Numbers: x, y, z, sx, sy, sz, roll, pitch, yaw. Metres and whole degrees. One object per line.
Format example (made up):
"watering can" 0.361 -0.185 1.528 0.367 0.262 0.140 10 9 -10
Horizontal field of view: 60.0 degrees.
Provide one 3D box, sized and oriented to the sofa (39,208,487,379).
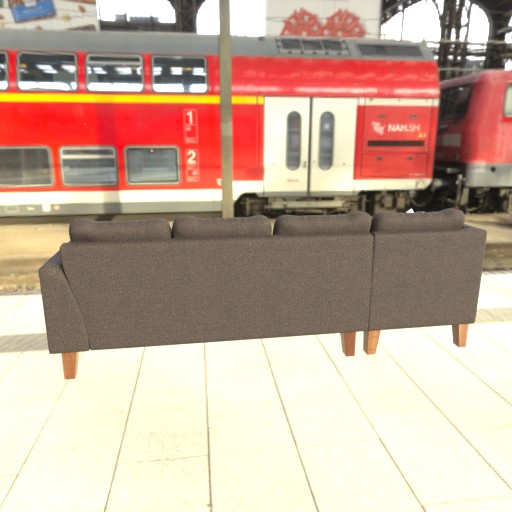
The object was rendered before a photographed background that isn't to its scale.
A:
"sofa" 0.000 0.000 3.506 2.679 0.932 1.829 -2 15 -9
